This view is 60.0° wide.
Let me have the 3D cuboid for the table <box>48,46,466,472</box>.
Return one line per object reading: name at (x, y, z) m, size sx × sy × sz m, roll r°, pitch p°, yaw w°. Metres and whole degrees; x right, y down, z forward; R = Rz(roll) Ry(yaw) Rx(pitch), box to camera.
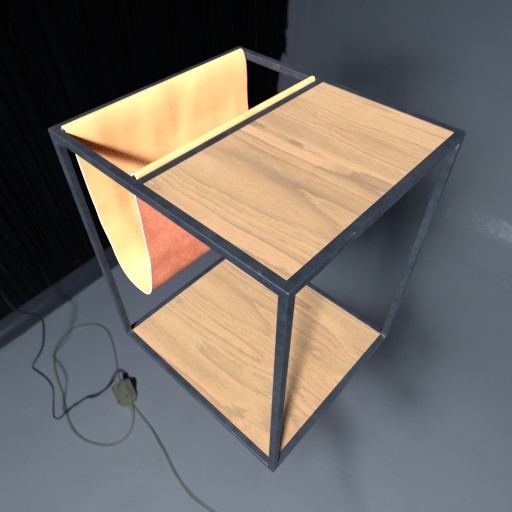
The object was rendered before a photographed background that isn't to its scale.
table at (0.000, 0.000, 0.827) m, size 0.450 × 0.536 × 0.399 m, roll 34°, pitch 55°, yaw 28°
